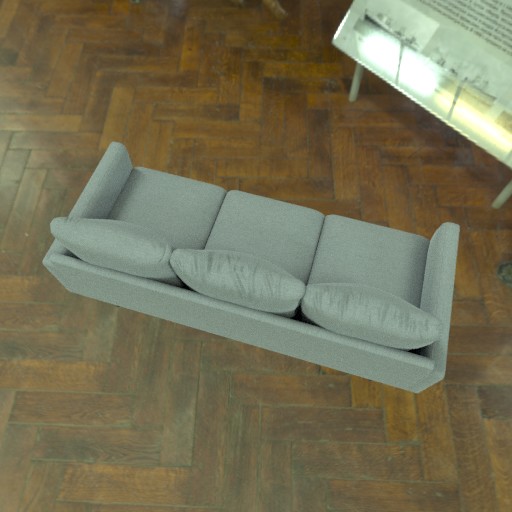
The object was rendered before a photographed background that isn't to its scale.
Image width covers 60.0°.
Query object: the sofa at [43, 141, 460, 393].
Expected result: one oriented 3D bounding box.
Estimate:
[{"bbox_3d":[0.000,0.000,2.406,2.000,0.830,0.850,15,64,8],"label":"sofa"}]
